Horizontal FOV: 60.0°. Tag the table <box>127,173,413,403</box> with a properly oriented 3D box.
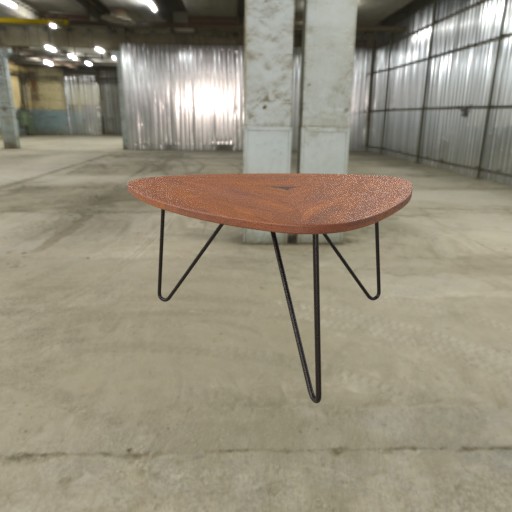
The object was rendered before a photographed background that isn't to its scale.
[{"bbox_3d":[0.000,0.000,1.303,0.821,0.413,0.833,8,18,24],"label":"table"}]
